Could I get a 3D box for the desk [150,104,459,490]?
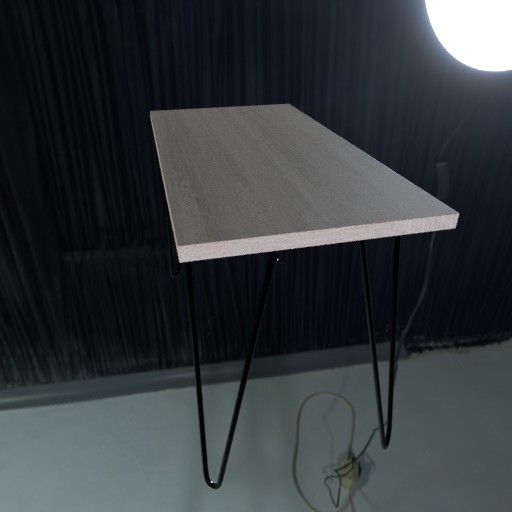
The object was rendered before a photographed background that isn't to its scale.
[{"bbox_3d":[0.000,0.000,1.319,0.499,0.660,0.991,-7,31,-12],"label":"desk"}]
